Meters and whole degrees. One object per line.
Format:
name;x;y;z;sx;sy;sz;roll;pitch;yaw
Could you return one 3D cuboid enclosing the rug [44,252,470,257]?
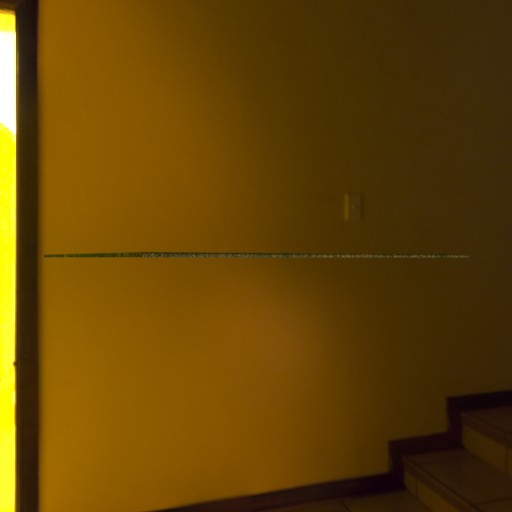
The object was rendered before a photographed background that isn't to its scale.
rug;0.000;0.000;4.176;3.217;0.027;2.405;0;0;-36
